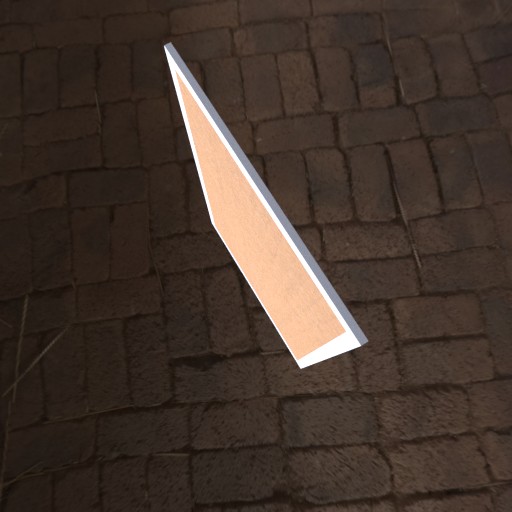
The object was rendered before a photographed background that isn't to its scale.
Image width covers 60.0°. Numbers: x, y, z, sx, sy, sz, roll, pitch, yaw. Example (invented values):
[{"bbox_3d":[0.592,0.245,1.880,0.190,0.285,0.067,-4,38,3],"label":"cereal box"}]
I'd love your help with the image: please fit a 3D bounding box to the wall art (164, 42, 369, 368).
[{"bbox_3d":[0.000,0.000,1.234,0.015,0.965,0.660,-30,76,-8],"label":"wall art"}]
